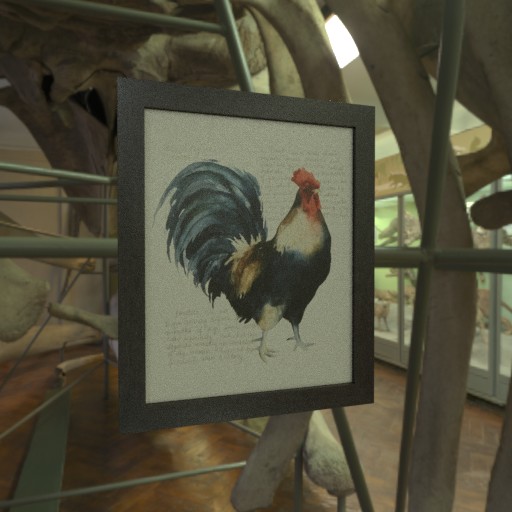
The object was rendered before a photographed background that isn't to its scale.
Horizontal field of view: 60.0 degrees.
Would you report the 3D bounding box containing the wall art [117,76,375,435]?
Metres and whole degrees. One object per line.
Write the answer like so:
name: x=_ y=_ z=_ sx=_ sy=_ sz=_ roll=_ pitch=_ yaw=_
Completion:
wall art: x=0.000 y=0.000 z=0.804 sx=0.479 sy=0.580 sz=0.027 roll=0 pitch=1 yaw=-18
